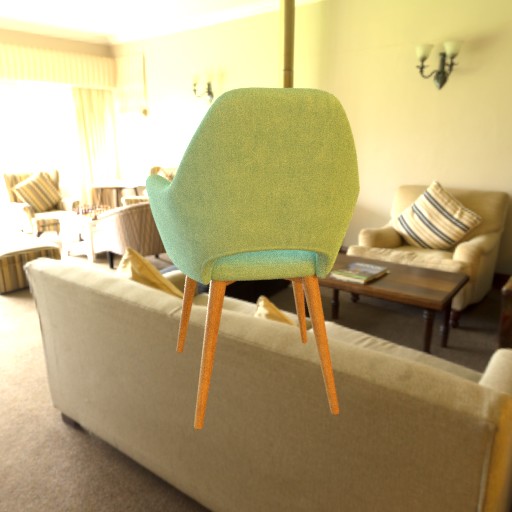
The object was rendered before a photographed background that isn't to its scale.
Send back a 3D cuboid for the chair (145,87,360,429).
[{"bbox_3d":[0.000,0.000,1.253,0.590,0.840,0.610,-3,15,-9],"label":"chair"}]
